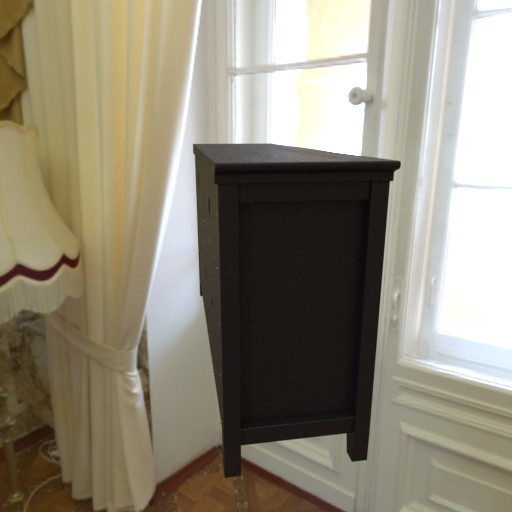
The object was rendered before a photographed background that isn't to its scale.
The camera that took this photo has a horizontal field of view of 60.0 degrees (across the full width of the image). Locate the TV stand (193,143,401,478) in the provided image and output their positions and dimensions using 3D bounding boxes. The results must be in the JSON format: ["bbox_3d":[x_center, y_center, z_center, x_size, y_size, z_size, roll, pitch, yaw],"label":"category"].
[{"bbox_3d":[0.000,0.000,1.450,0.347,0.681,1.198,-3,16,-9],"label":"TV stand"}]
